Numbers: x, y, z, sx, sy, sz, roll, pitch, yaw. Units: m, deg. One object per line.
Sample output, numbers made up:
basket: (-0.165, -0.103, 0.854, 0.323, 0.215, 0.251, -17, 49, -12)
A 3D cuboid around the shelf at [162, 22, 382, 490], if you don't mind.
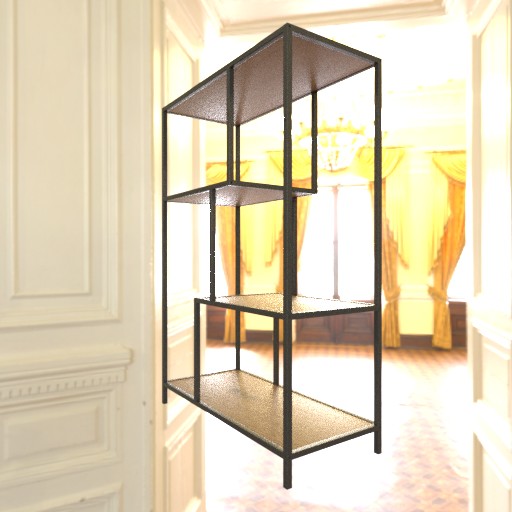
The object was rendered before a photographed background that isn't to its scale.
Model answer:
shelf: (0.000, 0.000, 1.494, 0.350, 1.138, 0.770, 0, 0, -35)
